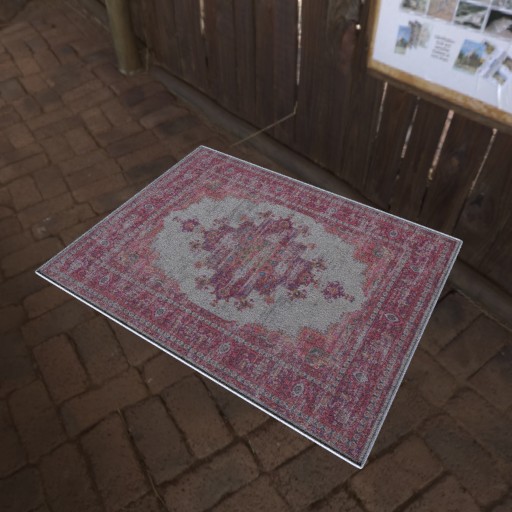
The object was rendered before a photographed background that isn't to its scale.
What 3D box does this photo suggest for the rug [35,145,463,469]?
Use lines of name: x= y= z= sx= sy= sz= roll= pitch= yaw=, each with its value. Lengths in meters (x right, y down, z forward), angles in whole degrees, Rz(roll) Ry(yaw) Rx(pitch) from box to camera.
rug: x=0.000 y=0.000 z=4.080 sx=3.123 sy=0.017 sz=2.447 roll=24 pitch=51 yaw=22
